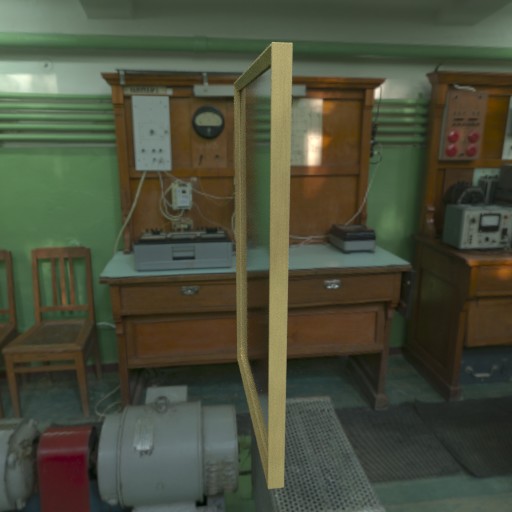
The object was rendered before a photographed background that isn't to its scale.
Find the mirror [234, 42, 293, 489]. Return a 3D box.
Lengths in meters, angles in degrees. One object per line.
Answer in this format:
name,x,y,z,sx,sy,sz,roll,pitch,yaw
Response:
mirror,0.000,0.000,1.163,0.041,0.915,0.609,-2,15,-8
